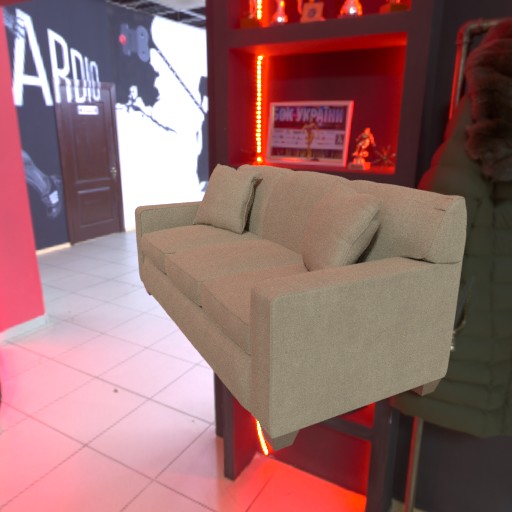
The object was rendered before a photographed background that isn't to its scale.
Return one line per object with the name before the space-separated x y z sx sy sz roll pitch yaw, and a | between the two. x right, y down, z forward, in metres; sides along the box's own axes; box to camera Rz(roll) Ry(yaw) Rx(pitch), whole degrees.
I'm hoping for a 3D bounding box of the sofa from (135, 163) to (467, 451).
sofa | 0.000 0.000 2.580 0.997 0.958 2.024 -8 18 -26
